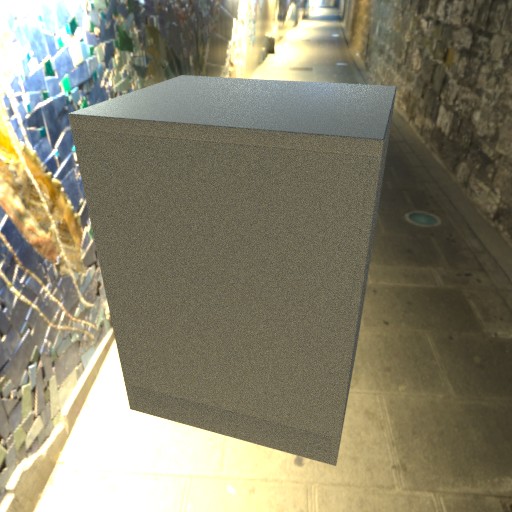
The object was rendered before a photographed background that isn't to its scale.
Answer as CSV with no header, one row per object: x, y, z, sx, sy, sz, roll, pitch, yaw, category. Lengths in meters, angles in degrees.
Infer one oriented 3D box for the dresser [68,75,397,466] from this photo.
0.000,0.000,0.814,0.400,0.560,0.360,9,32,15,dresser
